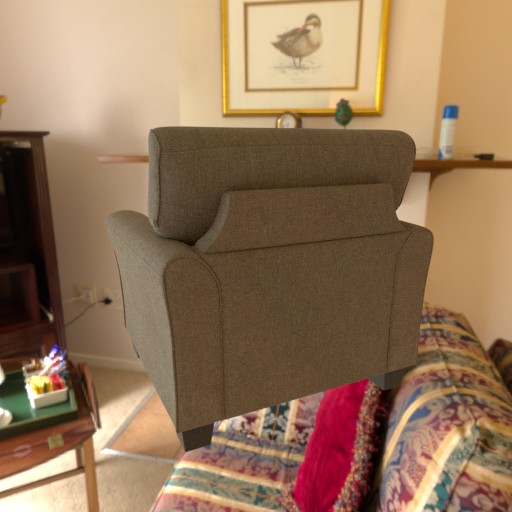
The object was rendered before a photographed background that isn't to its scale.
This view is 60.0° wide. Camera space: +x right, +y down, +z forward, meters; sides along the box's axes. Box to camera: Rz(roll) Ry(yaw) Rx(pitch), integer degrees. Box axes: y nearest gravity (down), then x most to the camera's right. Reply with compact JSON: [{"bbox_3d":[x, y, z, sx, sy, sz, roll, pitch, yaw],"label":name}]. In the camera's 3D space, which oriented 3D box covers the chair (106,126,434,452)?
[{"bbox_3d":[0.000,0.000,1.628,0.941,0.890,0.816,-7,16,-25],"label":"chair"}]
